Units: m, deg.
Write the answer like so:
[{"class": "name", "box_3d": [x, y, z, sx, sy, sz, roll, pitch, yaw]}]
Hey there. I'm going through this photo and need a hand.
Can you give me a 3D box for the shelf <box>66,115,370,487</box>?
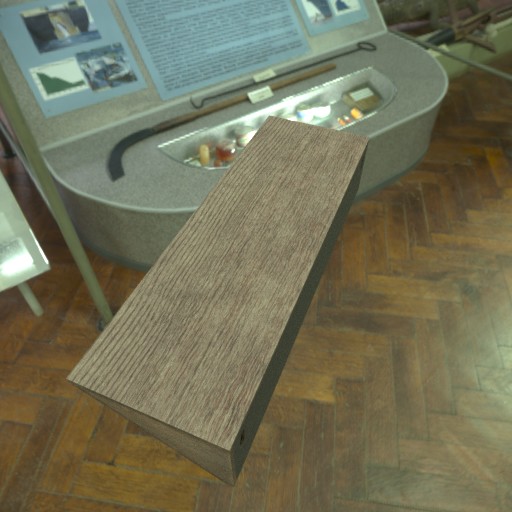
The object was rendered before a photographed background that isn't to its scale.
[{"class": "shelf", "box_3d": [0.000, 0.000, 0.700, 0.200, 0.125, 0.610, 17, 49, 15]}]
